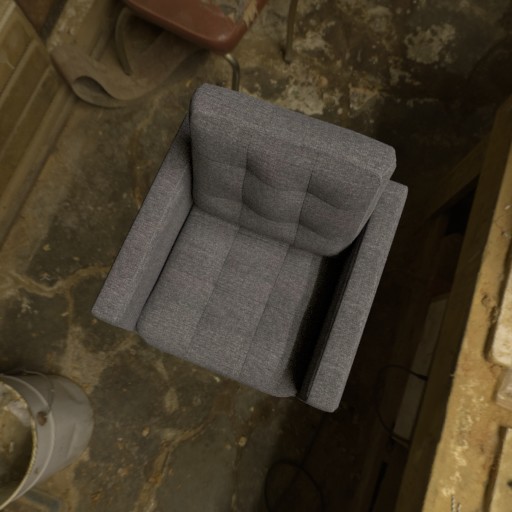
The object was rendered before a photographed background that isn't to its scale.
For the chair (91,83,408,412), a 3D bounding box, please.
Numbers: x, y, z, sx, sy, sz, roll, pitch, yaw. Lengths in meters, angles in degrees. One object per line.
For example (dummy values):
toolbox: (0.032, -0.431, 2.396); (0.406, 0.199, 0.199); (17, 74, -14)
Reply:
chair: (0.000, 0.000, 1.561); (0.821, 0.880, 0.843); (21, 76, 5)
